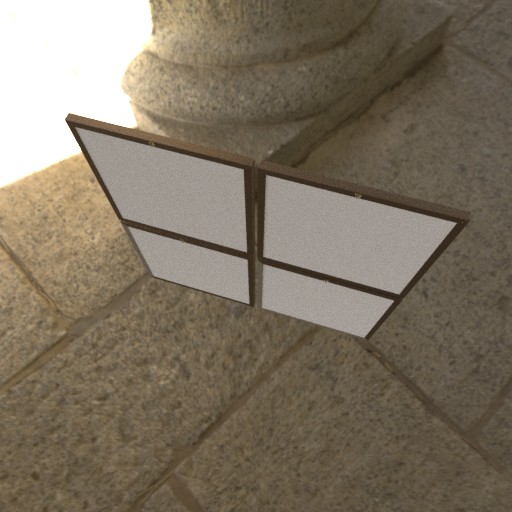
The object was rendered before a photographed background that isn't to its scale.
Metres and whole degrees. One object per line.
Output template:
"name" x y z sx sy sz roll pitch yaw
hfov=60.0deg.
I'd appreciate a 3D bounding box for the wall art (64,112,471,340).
"wall art" 0.000 0.000 1.547 1.032 1.032 0.030 16 65 7
